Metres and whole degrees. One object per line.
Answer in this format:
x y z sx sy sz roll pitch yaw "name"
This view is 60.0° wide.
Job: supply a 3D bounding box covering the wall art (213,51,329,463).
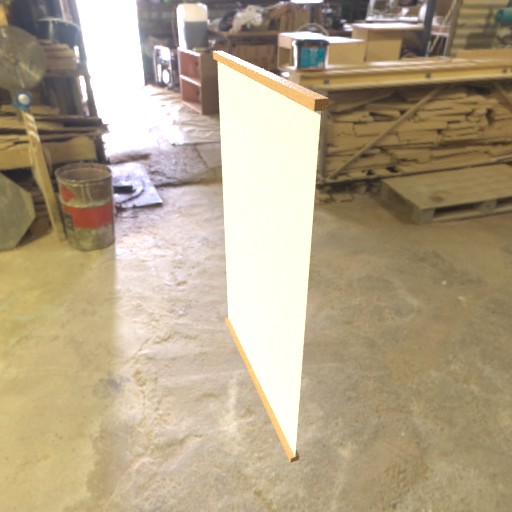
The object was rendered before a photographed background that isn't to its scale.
0.000 0.000 1.918 0.040 1.510 0.991 -11 33 -17 "wall art"
